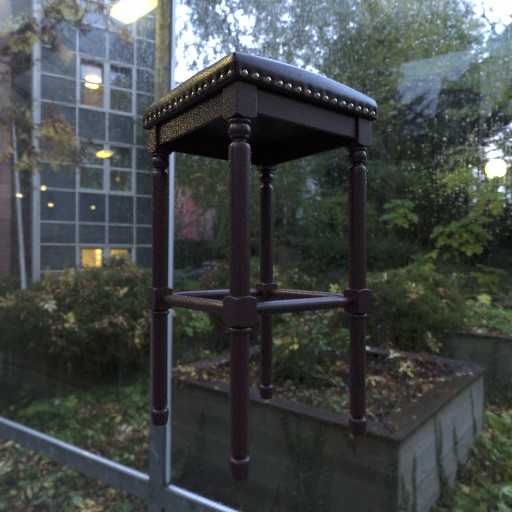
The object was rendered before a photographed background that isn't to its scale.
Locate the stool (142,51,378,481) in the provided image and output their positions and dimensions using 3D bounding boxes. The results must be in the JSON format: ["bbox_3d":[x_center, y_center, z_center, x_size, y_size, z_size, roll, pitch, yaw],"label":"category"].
[{"bbox_3d":[0.000,0.000,0.992,0.383,0.768,0.382,0,-1,-38],"label":"stool"}]
